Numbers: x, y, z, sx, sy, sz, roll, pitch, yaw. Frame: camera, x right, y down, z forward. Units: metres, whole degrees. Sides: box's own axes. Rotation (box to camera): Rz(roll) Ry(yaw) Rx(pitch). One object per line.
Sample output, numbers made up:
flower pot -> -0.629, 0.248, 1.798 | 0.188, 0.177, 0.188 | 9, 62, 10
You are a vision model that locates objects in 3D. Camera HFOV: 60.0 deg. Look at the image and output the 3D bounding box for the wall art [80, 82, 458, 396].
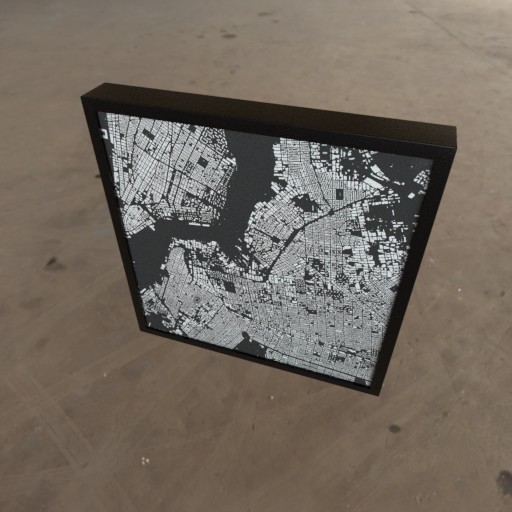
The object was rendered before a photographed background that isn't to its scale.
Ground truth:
wall art -> 0.000, 0.000, 0.445 | 0.299, 0.299, 0.037 | 12, 41, 14
